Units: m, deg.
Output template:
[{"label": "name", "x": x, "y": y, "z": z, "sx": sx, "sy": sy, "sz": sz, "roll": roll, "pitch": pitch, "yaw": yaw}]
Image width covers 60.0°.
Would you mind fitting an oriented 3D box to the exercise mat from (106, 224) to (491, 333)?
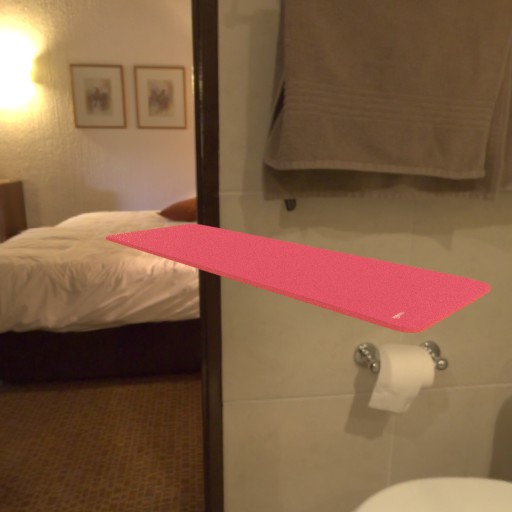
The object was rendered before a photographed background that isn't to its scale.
[{"label": "exercise mat", "x": 0.000, "y": 0.000, "z": 2.072, "sx": 0.616, "sy": 0.021, "sz": 1.884, "roll": -13, "pitch": 19, "yaw": -43}]
